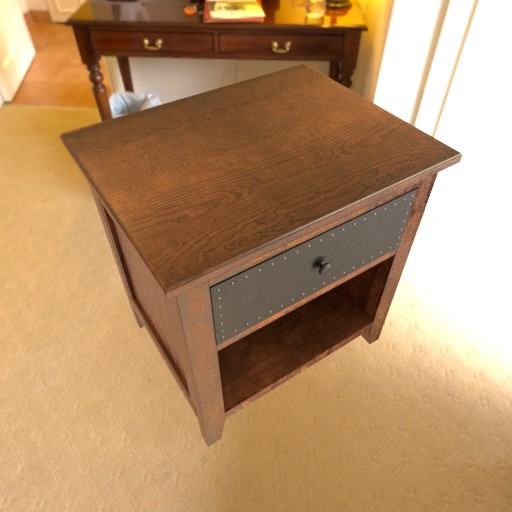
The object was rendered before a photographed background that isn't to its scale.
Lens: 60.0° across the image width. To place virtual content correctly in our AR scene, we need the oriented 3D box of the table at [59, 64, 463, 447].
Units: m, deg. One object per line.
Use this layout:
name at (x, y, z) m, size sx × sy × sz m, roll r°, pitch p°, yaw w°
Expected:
table at (0.000, 0.000, 1.024) m, size 0.586 × 0.597 × 0.461 m, roll -25°, pitch 51°, yaw -22°
